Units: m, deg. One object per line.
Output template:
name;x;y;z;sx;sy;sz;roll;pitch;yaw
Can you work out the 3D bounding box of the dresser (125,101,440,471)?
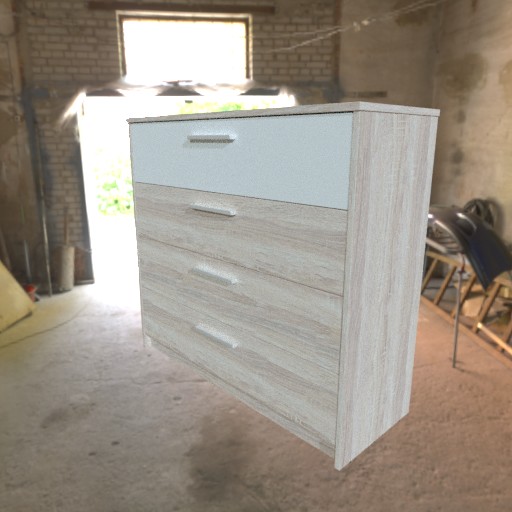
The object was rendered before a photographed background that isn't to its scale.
dresser;0.000;0.000;1.476;0.380;0.900;0.980;-14;20;-42
